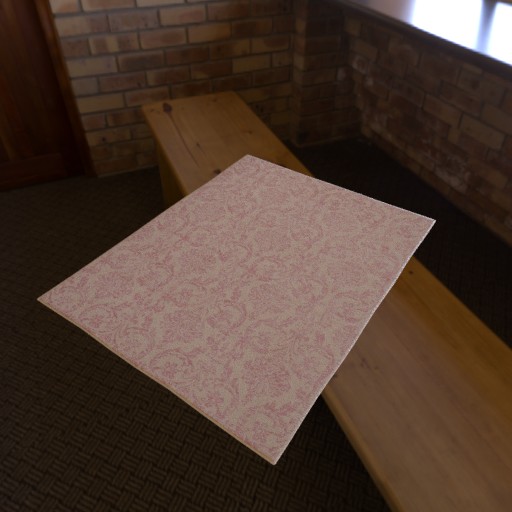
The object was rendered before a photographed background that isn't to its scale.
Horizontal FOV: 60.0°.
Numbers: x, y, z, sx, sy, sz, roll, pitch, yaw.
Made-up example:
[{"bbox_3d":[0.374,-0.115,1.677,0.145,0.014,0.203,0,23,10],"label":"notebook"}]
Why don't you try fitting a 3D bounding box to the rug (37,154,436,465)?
[{"bbox_3d":[0.000,0.000,4.089,2.363,0.012,2.980,25,47,25],"label":"rug"}]
